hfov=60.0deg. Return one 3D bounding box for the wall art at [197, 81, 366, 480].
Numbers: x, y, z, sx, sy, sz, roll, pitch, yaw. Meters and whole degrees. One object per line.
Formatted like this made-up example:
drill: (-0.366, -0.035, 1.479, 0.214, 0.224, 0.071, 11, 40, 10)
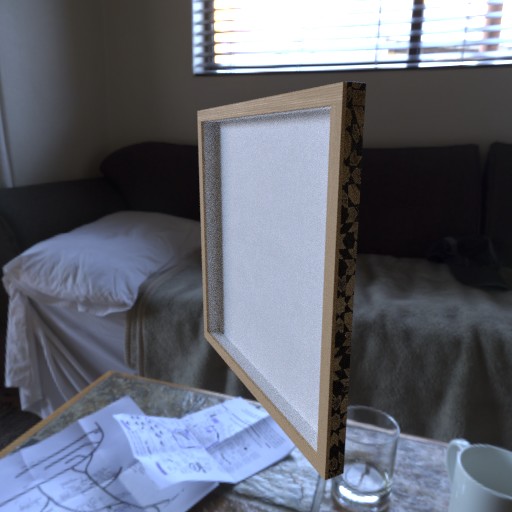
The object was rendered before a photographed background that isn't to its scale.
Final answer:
wall art: (0.000, 0.000, 0.922, 0.038, 0.612, 0.612, -7, 16, -24)
